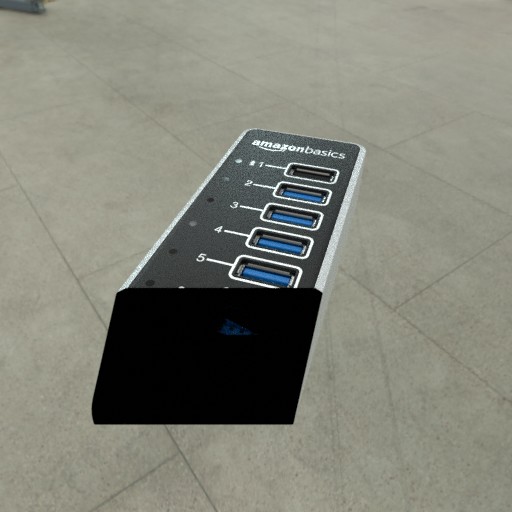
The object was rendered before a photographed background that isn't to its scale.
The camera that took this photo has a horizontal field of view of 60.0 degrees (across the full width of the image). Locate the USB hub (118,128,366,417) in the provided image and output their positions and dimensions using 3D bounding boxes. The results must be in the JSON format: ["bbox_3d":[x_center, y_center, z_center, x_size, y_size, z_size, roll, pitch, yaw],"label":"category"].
[{"bbox_3d":[0.000,0.000,0.125,0.044,0.023,0.110,13,43,14],"label":"USB hub"}]
